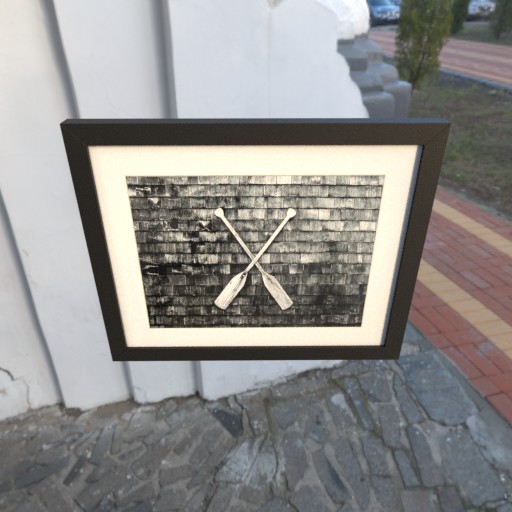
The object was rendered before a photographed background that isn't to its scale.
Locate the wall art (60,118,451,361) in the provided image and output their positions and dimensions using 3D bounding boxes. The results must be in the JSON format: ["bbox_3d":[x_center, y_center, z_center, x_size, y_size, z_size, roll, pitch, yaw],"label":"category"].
[{"bbox_3d":[0.000,0.000,0.760,0.558,0.457,0.029,0,31,0],"label":"wall art"}]
